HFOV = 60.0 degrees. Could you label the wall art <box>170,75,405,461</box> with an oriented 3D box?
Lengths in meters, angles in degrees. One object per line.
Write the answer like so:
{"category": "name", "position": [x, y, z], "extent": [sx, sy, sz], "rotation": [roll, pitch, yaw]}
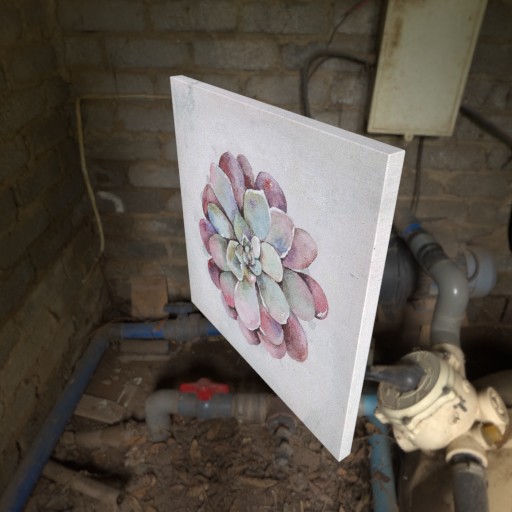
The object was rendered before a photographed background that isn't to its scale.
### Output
{"category": "wall art", "position": [0.000, 0.000, 1.139], "extent": [0.041, 0.762, 0.762], "rotation": [-20, 37, -29]}
